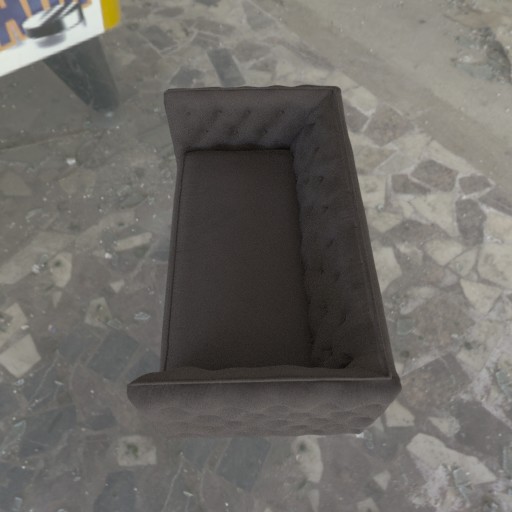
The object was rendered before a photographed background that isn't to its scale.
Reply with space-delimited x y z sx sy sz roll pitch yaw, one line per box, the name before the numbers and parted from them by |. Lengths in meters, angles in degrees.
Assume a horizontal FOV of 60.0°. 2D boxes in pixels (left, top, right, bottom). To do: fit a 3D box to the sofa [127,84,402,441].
sofa | 0.000 0.000 2.128 0.909 0.810 1.583 -1 58 -1
